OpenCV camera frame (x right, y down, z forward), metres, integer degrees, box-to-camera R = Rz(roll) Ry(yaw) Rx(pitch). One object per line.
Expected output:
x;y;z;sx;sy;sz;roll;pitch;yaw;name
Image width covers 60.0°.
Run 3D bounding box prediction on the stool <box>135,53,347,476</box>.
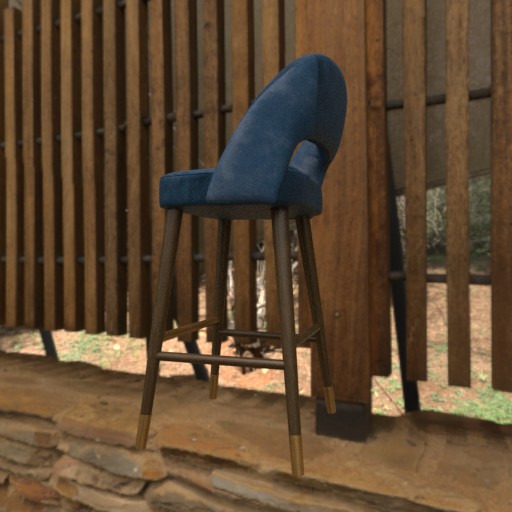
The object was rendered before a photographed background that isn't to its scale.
0.000;0.000;1.298;0.515;1.016;0.514;0;0;20;stool
